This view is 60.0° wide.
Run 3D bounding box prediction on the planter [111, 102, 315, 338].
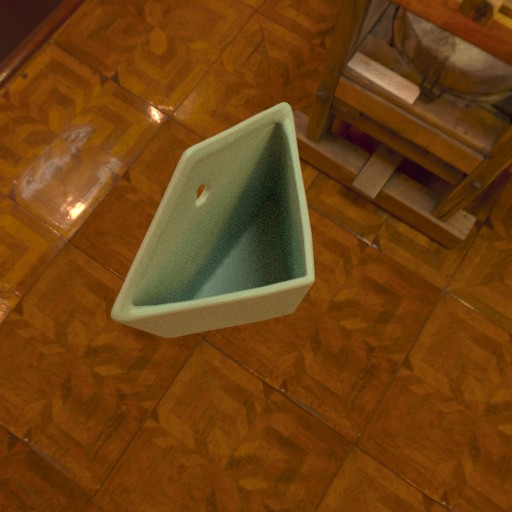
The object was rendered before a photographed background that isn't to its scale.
[{"bbox_3d":[0.000,0.000,0.284,0.079,0.197,0.164,36,79,8],"label":"planter"}]
